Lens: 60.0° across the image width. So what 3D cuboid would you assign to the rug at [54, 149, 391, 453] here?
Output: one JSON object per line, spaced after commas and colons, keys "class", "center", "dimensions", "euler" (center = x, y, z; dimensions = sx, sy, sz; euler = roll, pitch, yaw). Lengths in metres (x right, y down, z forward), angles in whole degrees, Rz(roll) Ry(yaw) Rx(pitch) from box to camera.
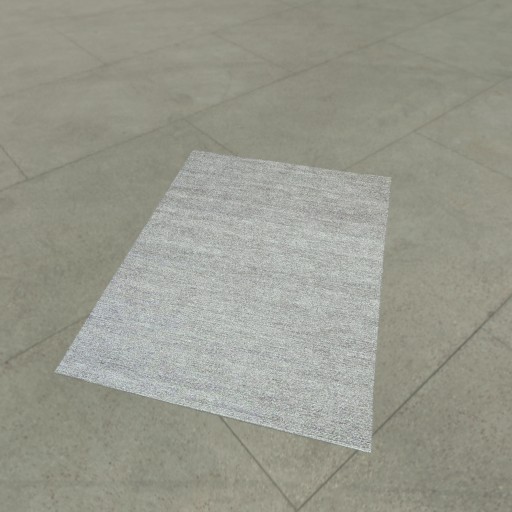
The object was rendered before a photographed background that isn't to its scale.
{"class": "rug", "center": [0.000, 0.000, 4.284], "dimensions": [2.434, 0.045, 3.202], "euler": [11, 48, 10]}
